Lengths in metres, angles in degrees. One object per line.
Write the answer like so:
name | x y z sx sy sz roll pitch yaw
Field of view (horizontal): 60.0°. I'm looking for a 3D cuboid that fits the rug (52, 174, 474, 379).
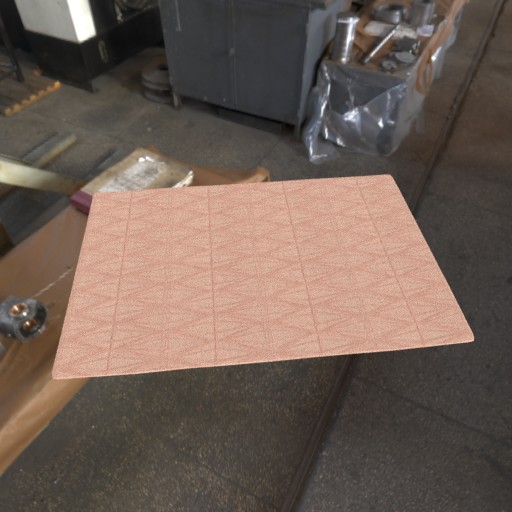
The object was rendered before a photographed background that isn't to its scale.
rug | 0.000 0.000 3.007 2.390 0.015 1.609 -4 47 -4
